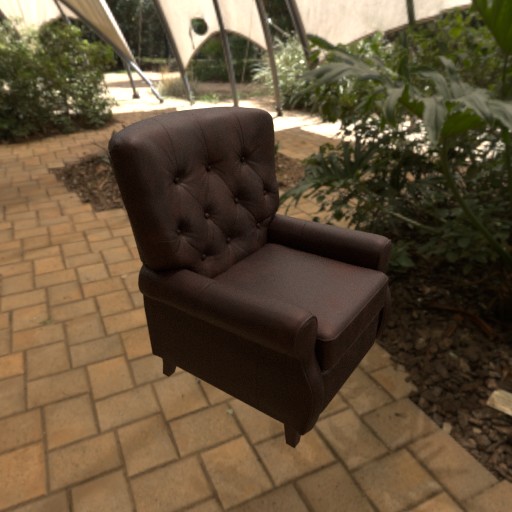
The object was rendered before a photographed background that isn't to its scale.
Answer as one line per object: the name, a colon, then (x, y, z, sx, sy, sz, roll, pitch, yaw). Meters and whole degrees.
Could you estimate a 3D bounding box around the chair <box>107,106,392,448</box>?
chair: (0.000, 0.000, 1.956, 1.058, 1.158, 0.948, 18, 32, 31)
